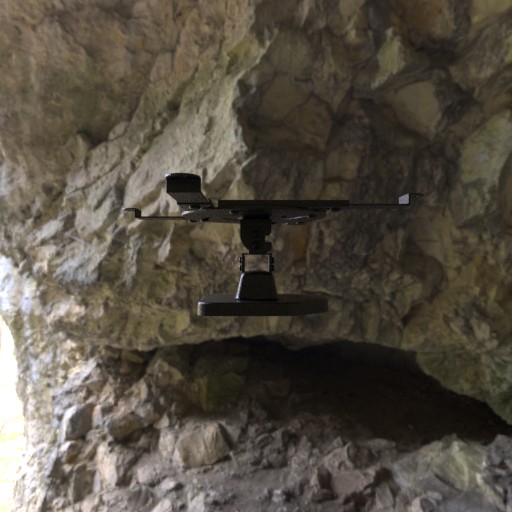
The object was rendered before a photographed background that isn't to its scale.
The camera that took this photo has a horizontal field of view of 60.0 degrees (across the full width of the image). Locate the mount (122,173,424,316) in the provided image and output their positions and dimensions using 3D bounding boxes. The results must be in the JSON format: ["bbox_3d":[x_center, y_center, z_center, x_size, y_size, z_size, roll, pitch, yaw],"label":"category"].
[{"bbox_3d":[0.000,0.000,0.589,0.394,0.141,0.394,0,-1,0],"label":"mount"}]
